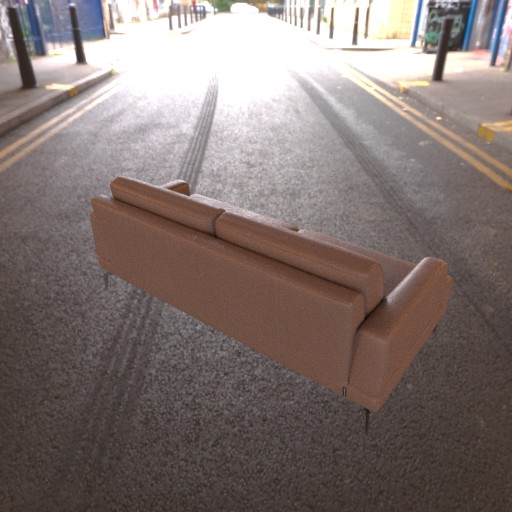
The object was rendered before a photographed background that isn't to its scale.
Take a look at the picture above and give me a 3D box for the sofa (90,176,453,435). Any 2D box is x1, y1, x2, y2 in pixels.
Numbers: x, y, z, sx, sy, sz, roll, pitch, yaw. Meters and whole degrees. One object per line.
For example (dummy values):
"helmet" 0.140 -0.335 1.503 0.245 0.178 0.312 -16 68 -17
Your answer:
"sofa" 0.000 0.000 2.523 1.940 0.765 0.974 21 36 32
